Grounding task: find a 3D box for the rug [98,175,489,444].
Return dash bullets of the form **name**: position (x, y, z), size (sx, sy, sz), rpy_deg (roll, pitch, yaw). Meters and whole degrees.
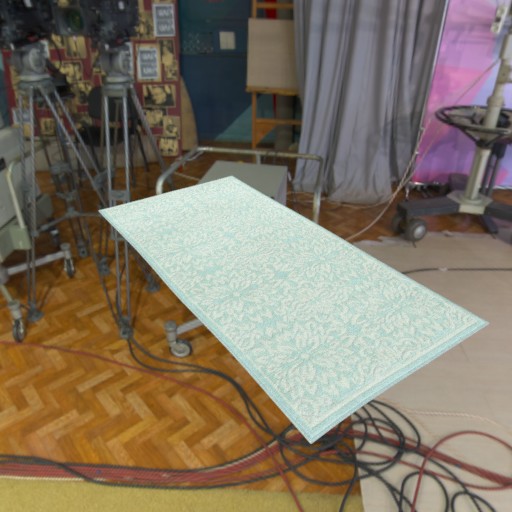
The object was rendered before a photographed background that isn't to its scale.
- **rug**: position (0.000, 0.000, 1.409), size (0.604, 0.007, 1.219), rpy_deg (-21, 38, -29)
